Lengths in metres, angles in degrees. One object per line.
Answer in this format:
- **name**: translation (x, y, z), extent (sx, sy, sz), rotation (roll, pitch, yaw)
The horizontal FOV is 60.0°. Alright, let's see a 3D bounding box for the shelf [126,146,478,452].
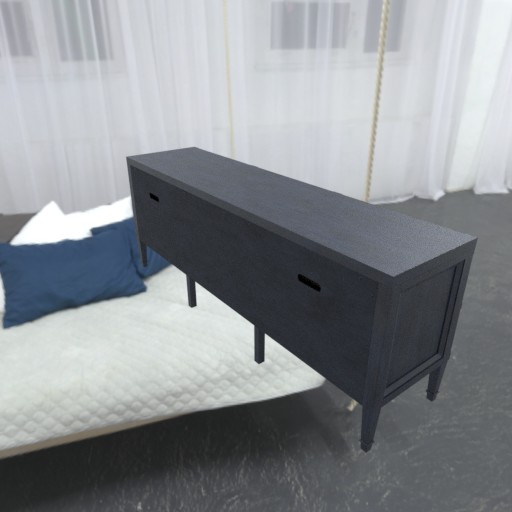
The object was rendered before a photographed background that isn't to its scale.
- **shelf**: translation (0.000, 0.000, 2.205), extent (0.471, 0.715, 1.878), rotation (-18, 31, -33)
